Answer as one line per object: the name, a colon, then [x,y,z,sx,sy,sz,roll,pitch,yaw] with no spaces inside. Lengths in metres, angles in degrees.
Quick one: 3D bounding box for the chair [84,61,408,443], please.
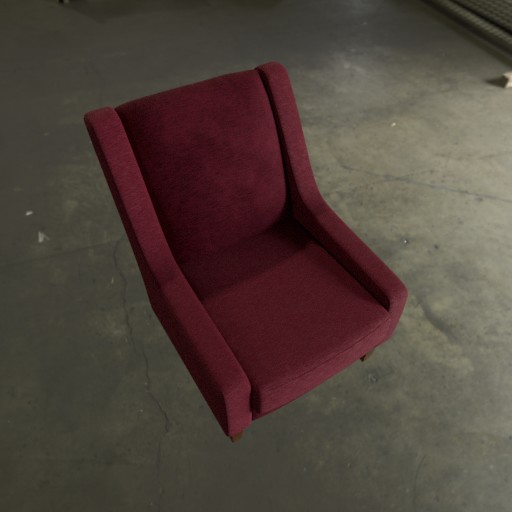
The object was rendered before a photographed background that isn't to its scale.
chair: [0.000,0.000,1.709,0.793,1.017,0.985,-25,51,-21]
